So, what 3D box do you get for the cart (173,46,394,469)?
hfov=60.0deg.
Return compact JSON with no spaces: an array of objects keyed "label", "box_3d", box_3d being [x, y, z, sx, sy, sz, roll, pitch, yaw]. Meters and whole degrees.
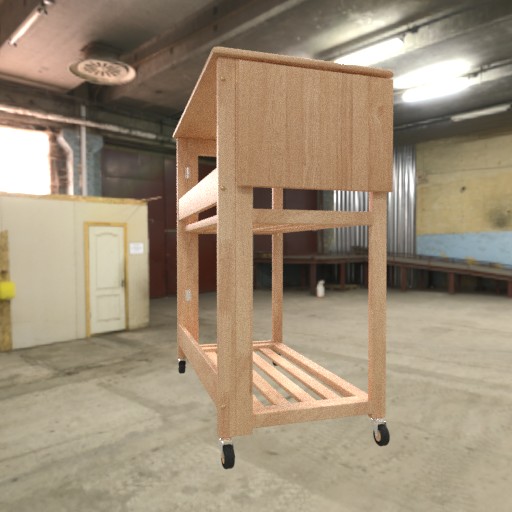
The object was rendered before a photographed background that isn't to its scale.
[{"label":"cart","box_3d":[0.000,0.000,1.369,0.432,0.879,0.853,0,1,-17]}]
